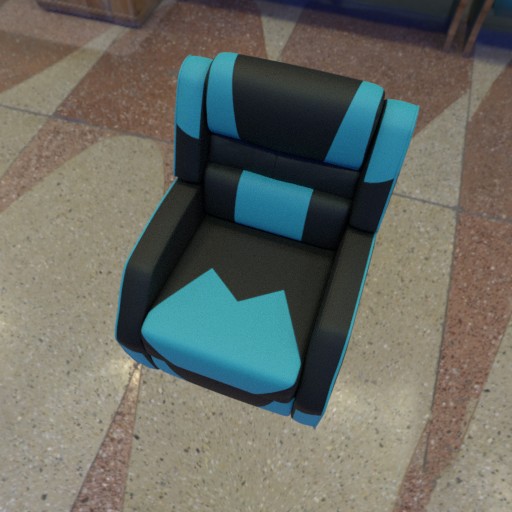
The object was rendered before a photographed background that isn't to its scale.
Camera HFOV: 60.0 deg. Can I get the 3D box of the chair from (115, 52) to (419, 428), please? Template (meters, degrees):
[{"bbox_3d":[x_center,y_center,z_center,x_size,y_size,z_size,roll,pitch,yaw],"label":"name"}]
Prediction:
[{"bbox_3d":[0.000,0.000,1.261,0.620,0.805,0.672,17,59,10],"label":"chair"}]
